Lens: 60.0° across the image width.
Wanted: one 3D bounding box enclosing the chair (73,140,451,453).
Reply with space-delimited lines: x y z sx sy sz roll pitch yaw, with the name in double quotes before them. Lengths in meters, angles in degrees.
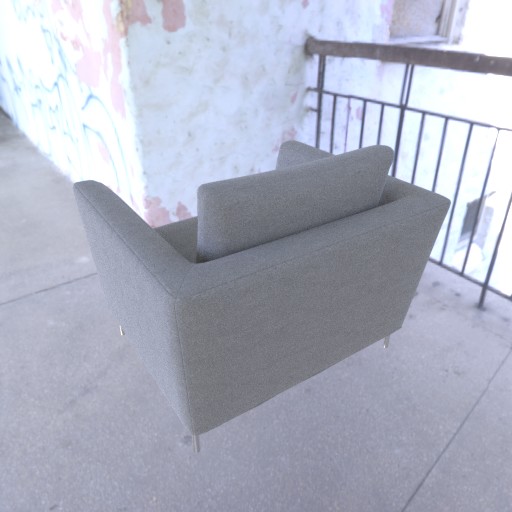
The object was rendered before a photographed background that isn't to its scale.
"chair" 0.000 0.000 1.668 1.041 0.864 0.889 -19 35 -29
